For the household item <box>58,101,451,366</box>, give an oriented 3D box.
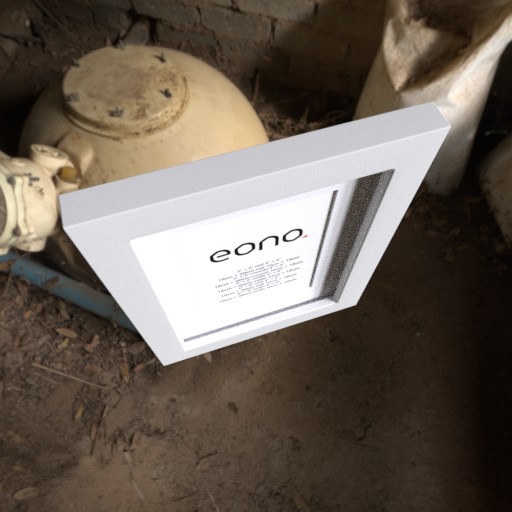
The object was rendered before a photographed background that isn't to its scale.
[{"bbox_3d":[0.000,0.000,0.336,0.200,0.250,0.045,-16,63,-8],"label":"household item"}]
